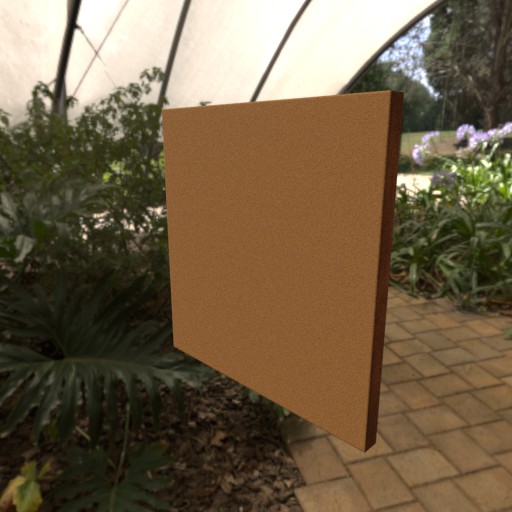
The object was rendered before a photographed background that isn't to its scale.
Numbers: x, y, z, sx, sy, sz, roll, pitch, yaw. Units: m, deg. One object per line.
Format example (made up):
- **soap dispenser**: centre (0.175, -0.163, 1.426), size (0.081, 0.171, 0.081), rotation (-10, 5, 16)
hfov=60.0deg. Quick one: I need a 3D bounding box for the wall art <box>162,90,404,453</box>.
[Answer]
- **wall art**: centre (0.000, 0.000, 0.872), size (0.037, 0.572, 0.554), rotation (-14, 20, -43)
